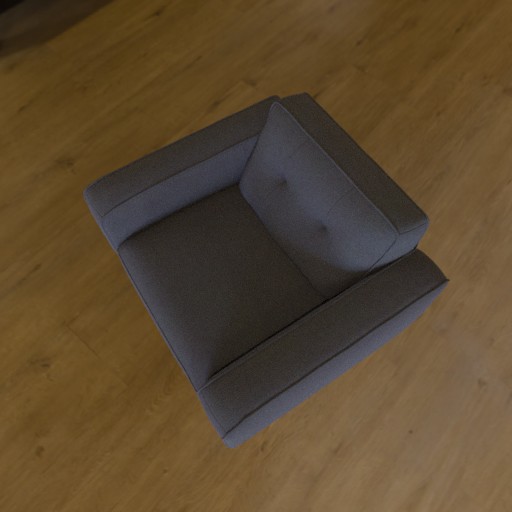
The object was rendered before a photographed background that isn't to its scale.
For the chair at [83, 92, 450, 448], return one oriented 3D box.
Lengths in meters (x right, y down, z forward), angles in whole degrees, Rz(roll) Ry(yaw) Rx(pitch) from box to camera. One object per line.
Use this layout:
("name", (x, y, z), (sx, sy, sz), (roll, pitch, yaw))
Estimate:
("chair", (0.000, 0.000, 1.800), (0.953, 0.783, 1.118), (-30, 67, -14))
